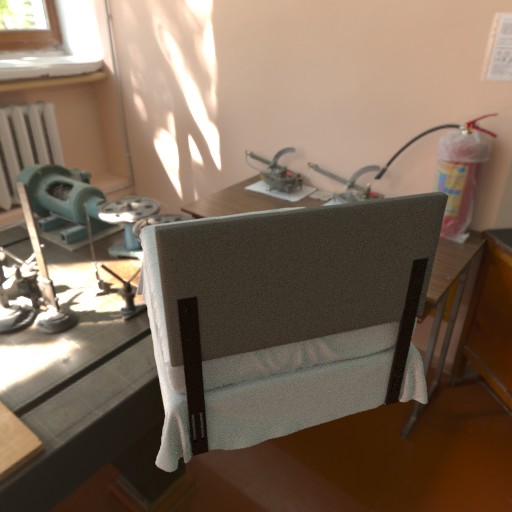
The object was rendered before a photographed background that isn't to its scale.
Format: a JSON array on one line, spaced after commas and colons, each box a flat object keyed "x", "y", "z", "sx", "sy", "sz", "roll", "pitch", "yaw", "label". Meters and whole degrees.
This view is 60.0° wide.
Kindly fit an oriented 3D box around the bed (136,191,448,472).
[{"x": 0.000, "y": 0.000, "z": 3.485, "sx": 1.936, "sy": 1.577, "sz": 2.222, "roll": -8, "pitch": 30, "yaw": -15, "label": "bed"}]
